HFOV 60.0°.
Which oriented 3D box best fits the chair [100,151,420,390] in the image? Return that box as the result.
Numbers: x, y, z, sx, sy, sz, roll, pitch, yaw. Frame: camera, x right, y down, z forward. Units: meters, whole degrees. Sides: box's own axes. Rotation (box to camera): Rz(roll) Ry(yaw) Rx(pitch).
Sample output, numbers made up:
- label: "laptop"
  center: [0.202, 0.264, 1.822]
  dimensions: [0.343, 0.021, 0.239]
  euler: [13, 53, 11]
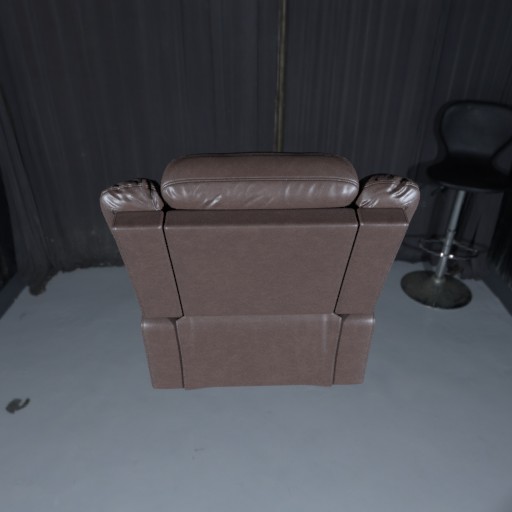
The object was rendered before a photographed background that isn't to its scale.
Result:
- label: "chair"
  center: [0.000, 0.000, 1.727]
  dimensions: [0.899, 1.009, 0.934]
  euler: [-1, 30, -2]
